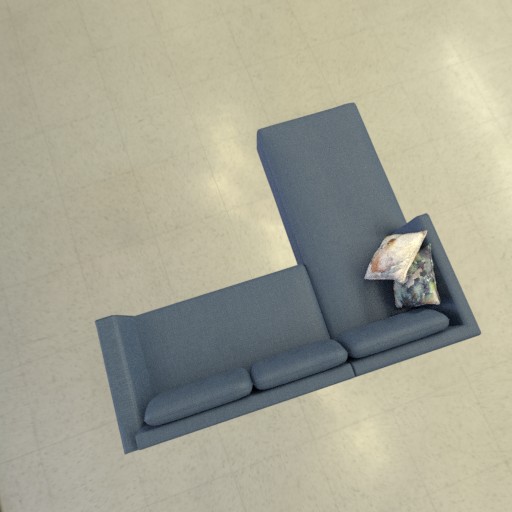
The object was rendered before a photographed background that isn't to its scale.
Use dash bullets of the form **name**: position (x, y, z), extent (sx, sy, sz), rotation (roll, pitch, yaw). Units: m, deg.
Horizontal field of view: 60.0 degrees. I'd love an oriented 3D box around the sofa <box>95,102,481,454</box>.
- **sofa**: position (0.000, 0.000, 2.954), extent (2.120, 0.787, 1.829), rotation (-17, 76, -5)
